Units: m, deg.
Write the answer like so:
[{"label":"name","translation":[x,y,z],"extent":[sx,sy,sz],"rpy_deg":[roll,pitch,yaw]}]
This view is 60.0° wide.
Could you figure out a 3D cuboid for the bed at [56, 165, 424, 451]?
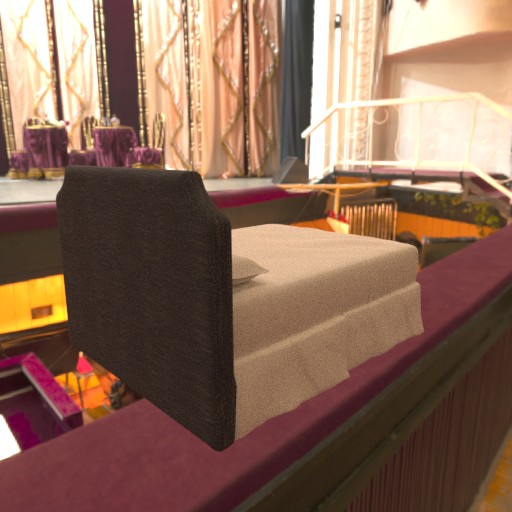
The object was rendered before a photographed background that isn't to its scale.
[{"label":"bed","translation":[0.000,0.000,3.173],"extent":[2.116,1.290,1.693],"rpy_deg":[-12,18,-43]}]
